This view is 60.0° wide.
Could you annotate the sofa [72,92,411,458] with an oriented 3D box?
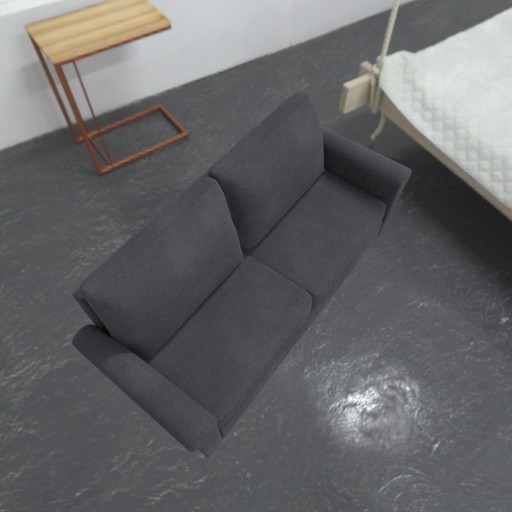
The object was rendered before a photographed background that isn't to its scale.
[{"bbox_3d":[0.000,0.000,2.443,0.842,0.942,1.935,33,63,19],"label":"sofa"}]
